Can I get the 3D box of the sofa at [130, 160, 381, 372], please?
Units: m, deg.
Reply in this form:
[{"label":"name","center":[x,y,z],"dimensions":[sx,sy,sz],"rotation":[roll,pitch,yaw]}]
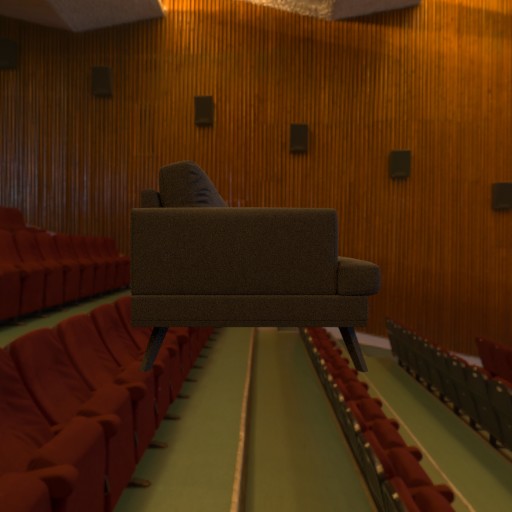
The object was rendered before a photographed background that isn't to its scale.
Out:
[{"label":"sofa","center":[0.000,0.000,2.741],"dimensions":[0.920,0.810,2.310],"rotation":[0,1,0]}]
